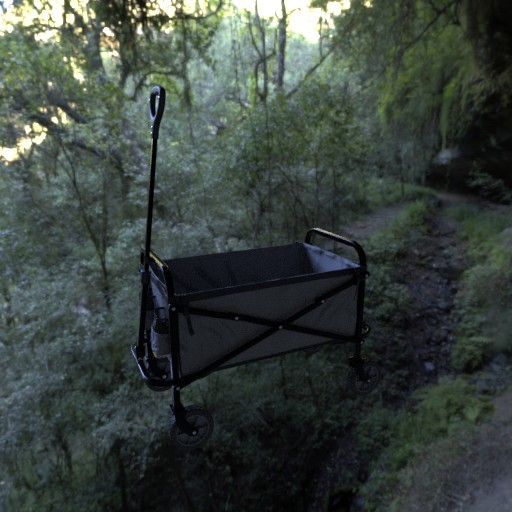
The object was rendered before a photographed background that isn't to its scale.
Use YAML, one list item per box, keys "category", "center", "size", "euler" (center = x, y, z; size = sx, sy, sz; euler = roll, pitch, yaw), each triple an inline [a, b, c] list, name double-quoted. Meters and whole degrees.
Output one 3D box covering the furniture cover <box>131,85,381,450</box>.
- category: "furniture cover"
  center: [0.000, 0.000, 1.838]
  size: [1.038, 1.295, 0.532]
  euler: [-8, 17, -25]
